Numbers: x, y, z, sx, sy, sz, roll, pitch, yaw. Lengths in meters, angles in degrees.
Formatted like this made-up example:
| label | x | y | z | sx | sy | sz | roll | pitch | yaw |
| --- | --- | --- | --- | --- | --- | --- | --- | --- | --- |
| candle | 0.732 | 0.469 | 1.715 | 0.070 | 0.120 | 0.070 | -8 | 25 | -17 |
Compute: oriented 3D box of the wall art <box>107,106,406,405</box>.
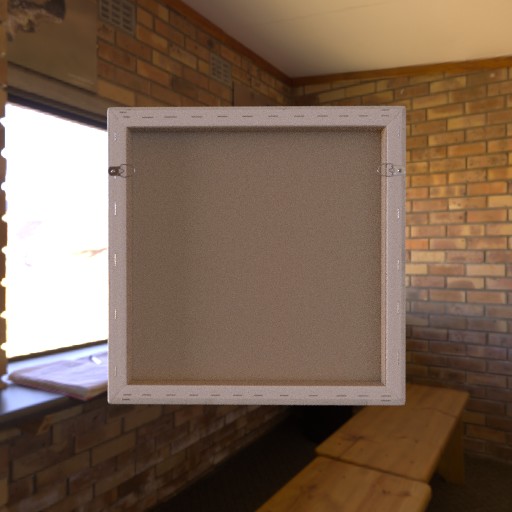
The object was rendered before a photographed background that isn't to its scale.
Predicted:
| label | x | y | z | sx | sy | sz | roll | pitch | yaw |
| --- | --- | --- | --- | --- | --- | --- | --- | --- | --- |
| wall art | 0.000 | 0.000 | 0.921 | 0.610 | 0.611 | 0.040 | 0 | 0 | 1 |
